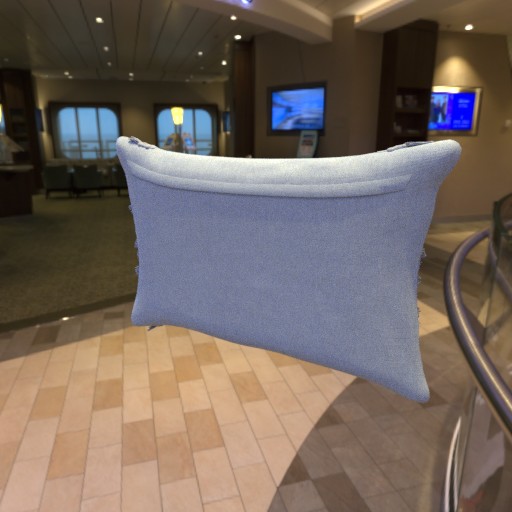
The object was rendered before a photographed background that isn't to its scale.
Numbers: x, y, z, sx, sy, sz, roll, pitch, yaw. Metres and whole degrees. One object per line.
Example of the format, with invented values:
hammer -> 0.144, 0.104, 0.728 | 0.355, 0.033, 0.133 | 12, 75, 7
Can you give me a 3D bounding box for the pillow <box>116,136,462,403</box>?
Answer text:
pillow -> 0.000, 0.000, 0.586 | 0.466, 0.305, 0.084 | 8, 17, 27
